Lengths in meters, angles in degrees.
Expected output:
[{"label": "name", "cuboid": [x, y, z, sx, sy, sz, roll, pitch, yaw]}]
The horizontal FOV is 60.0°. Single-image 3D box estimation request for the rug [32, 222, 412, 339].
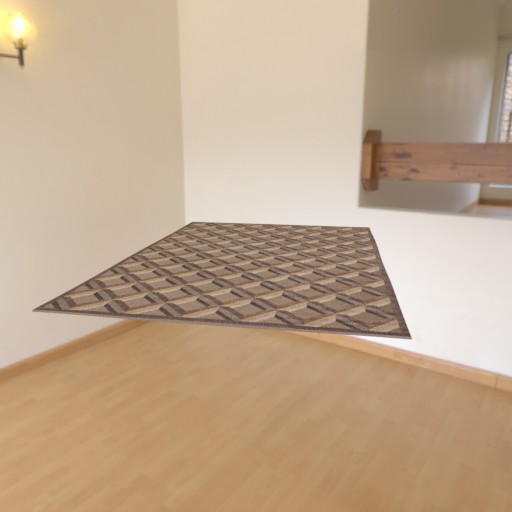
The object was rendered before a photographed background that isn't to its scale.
[{"label": "rug", "cuboid": [0.000, 0.000, 2.881, 1.600, 0.013, 2.260, 3, 15, 10]}]
